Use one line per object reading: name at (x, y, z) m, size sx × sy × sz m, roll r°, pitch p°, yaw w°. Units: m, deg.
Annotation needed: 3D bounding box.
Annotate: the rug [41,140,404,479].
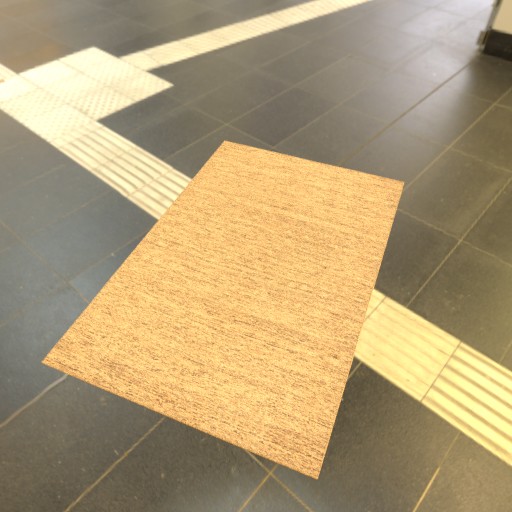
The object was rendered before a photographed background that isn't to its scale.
rug at (0.000, 0.000, 2.310) m, size 1.225 × 0.013 × 1.840 m, roll 17°, pitch 49°, yaw 15°
